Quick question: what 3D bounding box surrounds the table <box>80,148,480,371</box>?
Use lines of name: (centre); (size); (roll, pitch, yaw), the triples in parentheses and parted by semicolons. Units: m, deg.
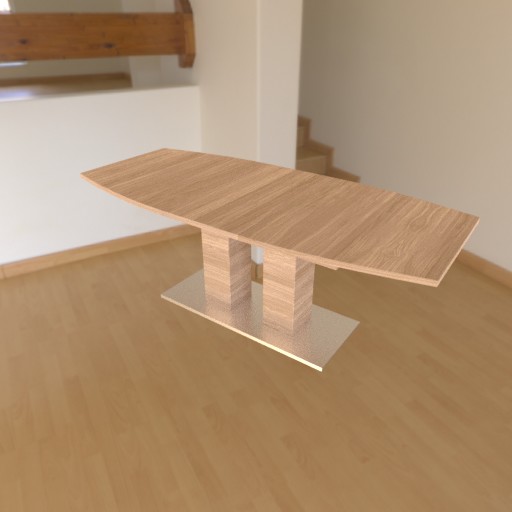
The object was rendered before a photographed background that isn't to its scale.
table: (0.000, 0.000, 2.477); (2.032, 0.750, 0.900); (19, 34, 31)
